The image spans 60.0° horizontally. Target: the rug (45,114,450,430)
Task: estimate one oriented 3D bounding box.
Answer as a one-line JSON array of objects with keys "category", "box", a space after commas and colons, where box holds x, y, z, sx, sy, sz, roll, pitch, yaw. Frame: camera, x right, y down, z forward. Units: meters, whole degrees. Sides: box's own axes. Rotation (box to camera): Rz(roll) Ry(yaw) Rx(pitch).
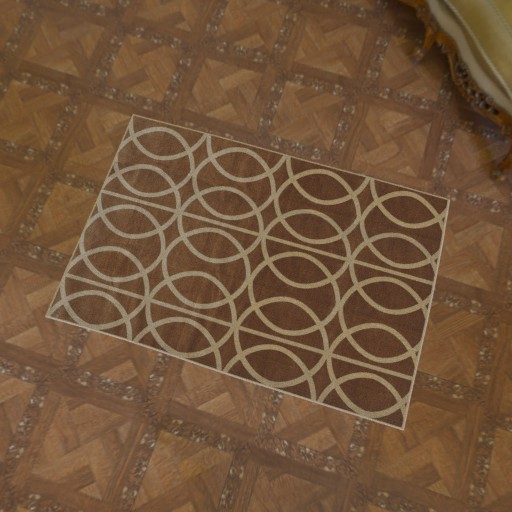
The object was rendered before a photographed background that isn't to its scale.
[{"category": "rug", "box": [0.000, 0.000, 2.877, 2.294, 0.014, 1.528, 16, 75, 5]}]
